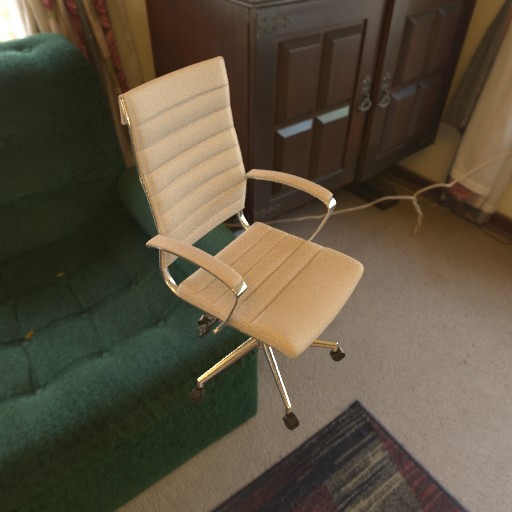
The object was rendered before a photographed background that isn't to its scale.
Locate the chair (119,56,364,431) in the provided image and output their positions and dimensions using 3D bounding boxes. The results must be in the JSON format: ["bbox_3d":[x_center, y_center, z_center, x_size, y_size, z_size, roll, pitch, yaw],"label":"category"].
[{"bbox_3d":[0.000,0.000,1.579,0.667,1.149,0.679,25,47,26],"label":"chair"}]
